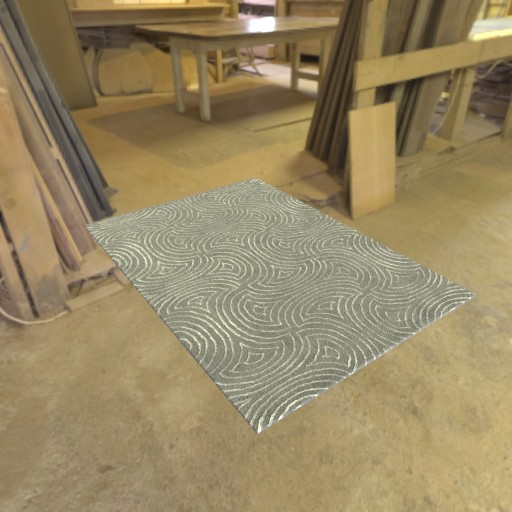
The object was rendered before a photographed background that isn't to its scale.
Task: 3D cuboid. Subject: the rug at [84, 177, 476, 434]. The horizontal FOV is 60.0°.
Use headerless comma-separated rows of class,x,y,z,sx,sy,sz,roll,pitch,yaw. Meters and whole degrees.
rug,0.000,0.000,2.874,1.543,0.015,2.144,-21,38,-30
